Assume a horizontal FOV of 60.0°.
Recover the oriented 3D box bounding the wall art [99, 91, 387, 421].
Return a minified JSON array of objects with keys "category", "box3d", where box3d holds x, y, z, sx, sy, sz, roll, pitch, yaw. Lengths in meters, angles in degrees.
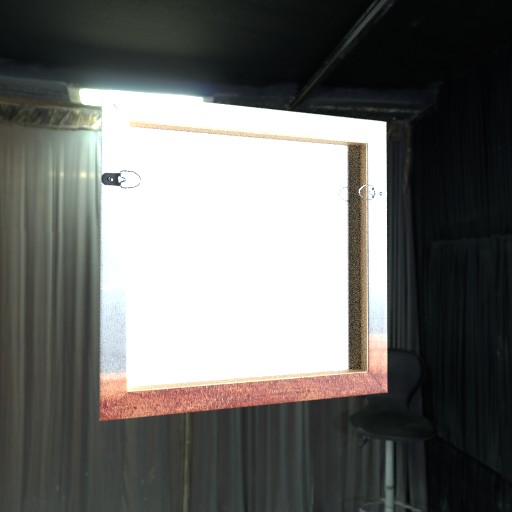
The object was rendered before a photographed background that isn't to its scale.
[{"category":"wall art","box3d":[0.000,0.000,1.147,0.760,0.760,0.042,0,-1,-17]}]
